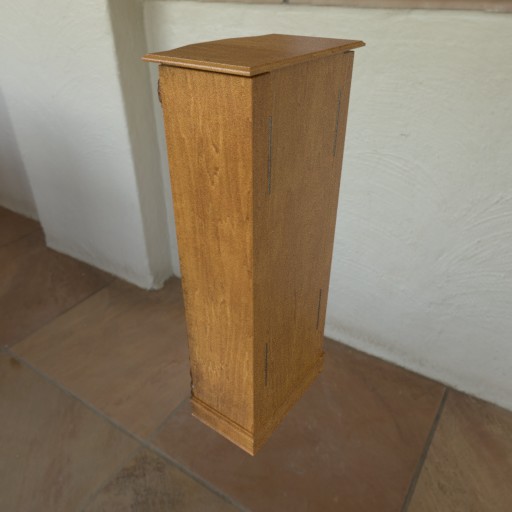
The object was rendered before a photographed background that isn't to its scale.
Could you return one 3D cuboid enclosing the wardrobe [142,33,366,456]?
[{"bbox_3d":[0.000,0.000,1.111,0.273,0.959,0.406,21,38,30],"label":"wardrobe"}]
